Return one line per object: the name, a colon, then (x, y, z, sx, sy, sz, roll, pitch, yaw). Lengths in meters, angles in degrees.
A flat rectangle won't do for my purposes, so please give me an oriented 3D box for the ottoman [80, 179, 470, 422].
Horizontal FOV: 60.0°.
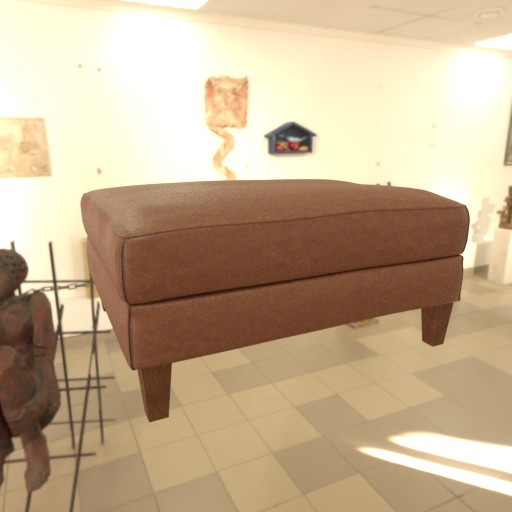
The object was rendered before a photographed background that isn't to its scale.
ottoman: (0.000, 0.000, 1.438, 0.987, 0.472, 0.836, -7, 16, -25)
